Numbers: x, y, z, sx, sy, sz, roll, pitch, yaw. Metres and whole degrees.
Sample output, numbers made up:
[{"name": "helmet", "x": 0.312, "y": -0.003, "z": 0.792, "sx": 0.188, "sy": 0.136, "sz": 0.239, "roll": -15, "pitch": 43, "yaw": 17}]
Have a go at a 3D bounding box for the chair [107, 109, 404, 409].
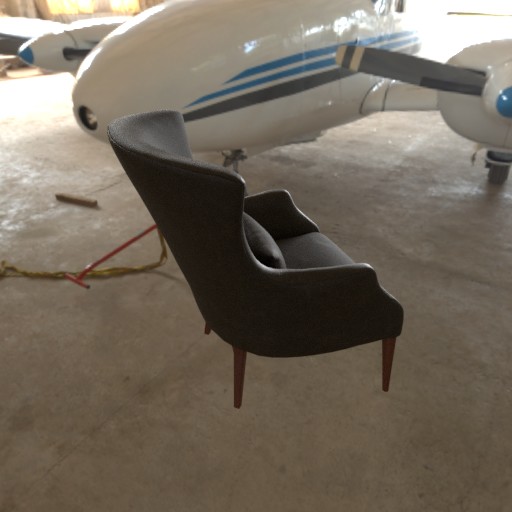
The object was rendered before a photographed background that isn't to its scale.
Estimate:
[{"name": "chair", "x": 0.000, "y": 0.000, "z": 1.745, "sx": 0.954, "sy": 1.068, "sz": 0.819, "roll": -11, "pitch": 32, "yaw": -17}]
